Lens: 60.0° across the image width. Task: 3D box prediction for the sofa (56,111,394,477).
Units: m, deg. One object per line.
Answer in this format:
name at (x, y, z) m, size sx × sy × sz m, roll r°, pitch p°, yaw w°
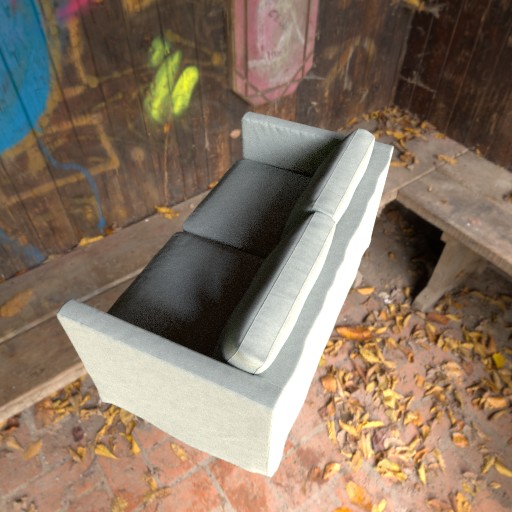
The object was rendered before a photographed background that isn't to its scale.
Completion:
sofa at (0.000, 0.000, 2.290) m, size 0.944 × 0.830 × 1.727 m, roll 19°, pitch 50°, yaw 17°
